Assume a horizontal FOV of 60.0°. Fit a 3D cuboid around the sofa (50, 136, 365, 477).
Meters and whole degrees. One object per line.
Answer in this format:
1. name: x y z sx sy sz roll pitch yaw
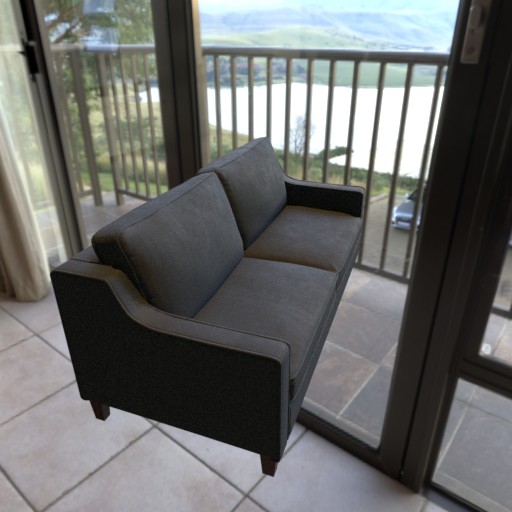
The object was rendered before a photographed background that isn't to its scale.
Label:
1. sofa: 0.000 0.000 2.773 1.066 1.071 2.178 10 28 18
